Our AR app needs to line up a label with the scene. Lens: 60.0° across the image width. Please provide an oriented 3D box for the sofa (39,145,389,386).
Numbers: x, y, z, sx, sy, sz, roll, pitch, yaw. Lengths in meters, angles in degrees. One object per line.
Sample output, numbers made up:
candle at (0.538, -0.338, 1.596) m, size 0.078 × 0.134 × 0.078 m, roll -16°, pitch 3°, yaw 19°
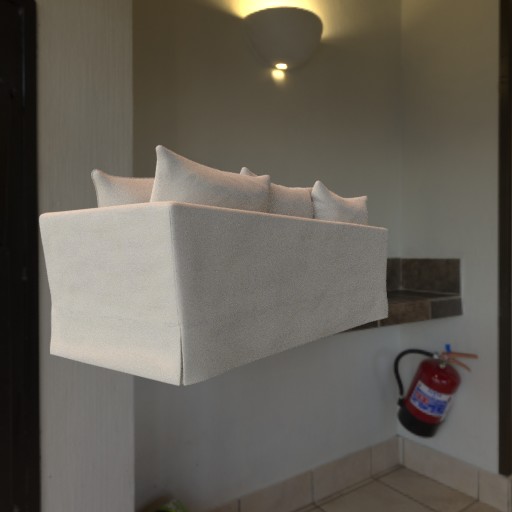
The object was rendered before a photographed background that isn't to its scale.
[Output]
sofa at (0.000, 0.000, 3.027) m, size 1.046 × 1.047 × 2.499 m, roll 0°, pitch 1°, yaw 36°
